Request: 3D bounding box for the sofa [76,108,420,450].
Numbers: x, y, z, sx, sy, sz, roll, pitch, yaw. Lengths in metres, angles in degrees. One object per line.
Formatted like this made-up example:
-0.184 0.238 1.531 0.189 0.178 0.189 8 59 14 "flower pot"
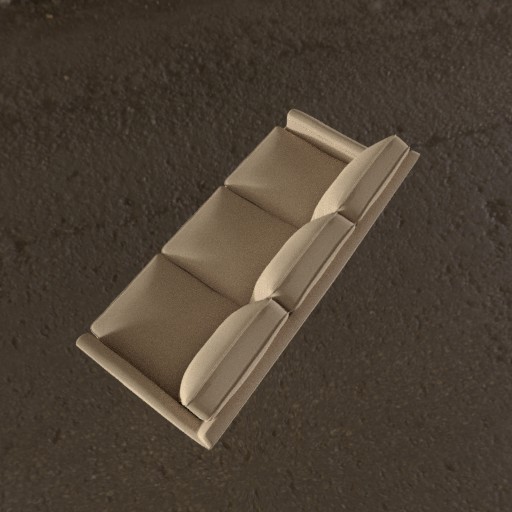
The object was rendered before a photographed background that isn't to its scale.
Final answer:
0.000 0.000 2.920 1.084 1.003 2.246 33 68 15 "sofa"
